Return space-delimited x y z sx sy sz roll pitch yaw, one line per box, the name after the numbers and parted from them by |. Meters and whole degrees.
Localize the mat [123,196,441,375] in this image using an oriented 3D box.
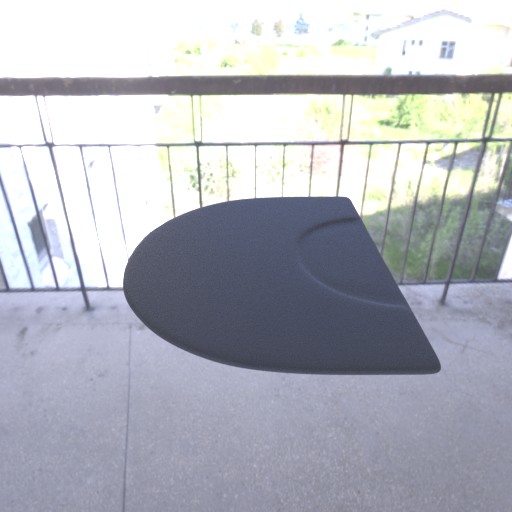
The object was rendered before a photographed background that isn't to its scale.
0.000 0.000 1.610 0.917 0.016 1.220 0 28 0 | mat
